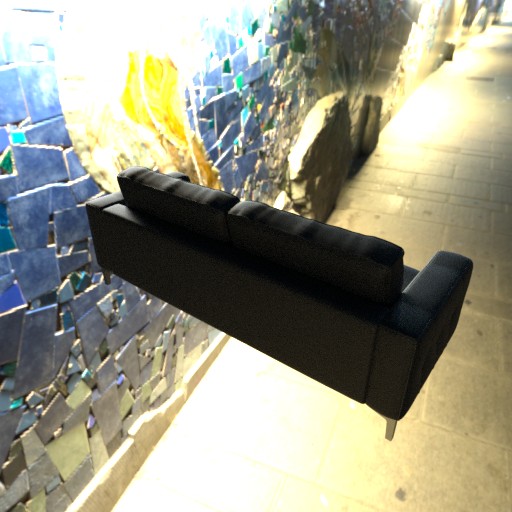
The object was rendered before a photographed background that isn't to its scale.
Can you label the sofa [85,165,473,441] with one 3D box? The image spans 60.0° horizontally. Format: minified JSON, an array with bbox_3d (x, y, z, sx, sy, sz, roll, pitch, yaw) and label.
[{"bbox_3d":[0.000,0.000,2.704,2.275,0.893,0.833,21,36,32],"label":"sofa"}]
